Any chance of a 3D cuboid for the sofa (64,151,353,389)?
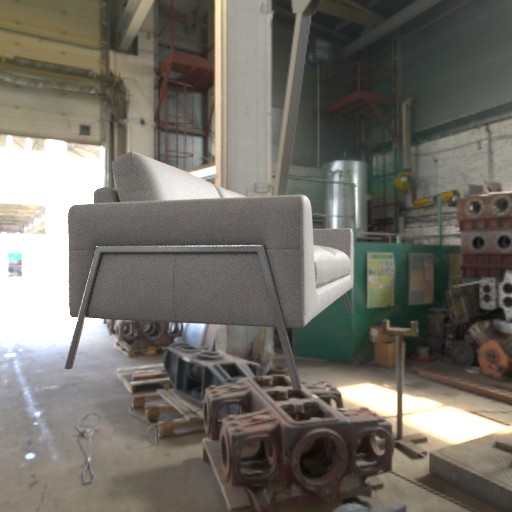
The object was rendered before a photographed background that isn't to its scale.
[{"bbox_3d":[0.000,0.000,2.537,0.953,0.875,2.017,0,0,17],"label":"sofa"}]
